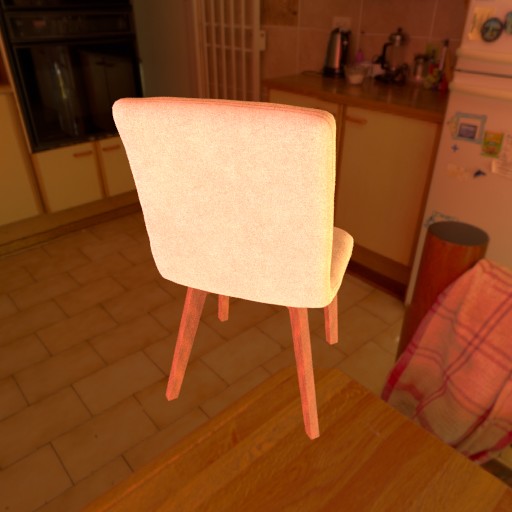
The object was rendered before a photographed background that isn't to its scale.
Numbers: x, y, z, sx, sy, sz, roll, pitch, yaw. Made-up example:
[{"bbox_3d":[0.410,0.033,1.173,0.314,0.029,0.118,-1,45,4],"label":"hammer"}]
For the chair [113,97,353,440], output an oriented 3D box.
[{"bbox_3d":[0.000,0.000,1.299,0.522,0.974,0.563,9,32,15],"label":"chair"}]
